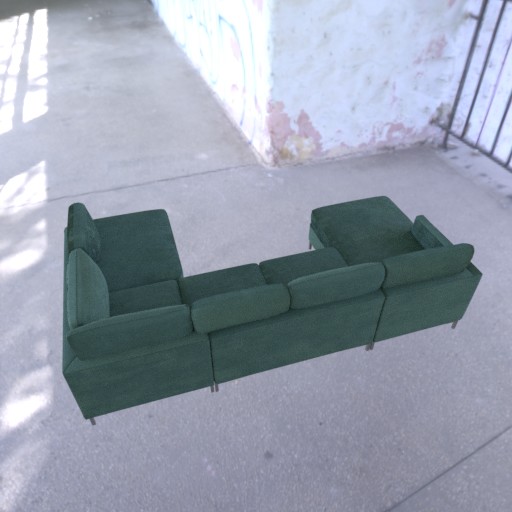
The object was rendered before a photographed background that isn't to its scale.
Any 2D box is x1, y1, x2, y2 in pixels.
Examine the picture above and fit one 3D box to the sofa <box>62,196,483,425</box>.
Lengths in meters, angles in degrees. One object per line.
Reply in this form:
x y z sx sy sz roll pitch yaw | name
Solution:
0.000 0.000 4.256 3.434 0.992 2.055 -12 43 -13 | sofa
